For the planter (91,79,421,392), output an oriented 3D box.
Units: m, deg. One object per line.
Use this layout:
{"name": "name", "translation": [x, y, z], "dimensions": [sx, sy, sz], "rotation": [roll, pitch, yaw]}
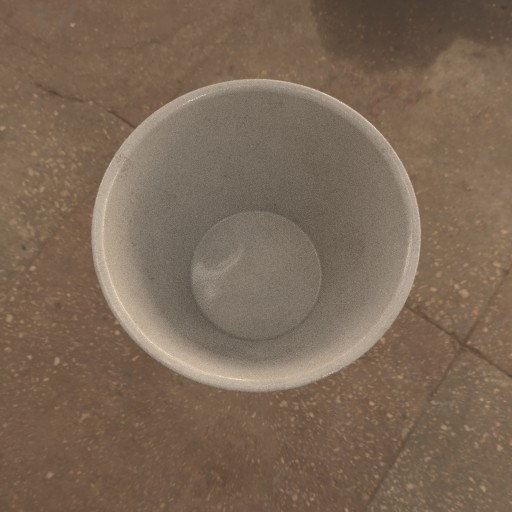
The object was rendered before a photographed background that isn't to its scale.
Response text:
{"name": "planter", "translation": [0.000, 0.000, 0.456], "dimensions": [0.260, 0.220, 0.260], "rotation": [0, 75, 0]}
